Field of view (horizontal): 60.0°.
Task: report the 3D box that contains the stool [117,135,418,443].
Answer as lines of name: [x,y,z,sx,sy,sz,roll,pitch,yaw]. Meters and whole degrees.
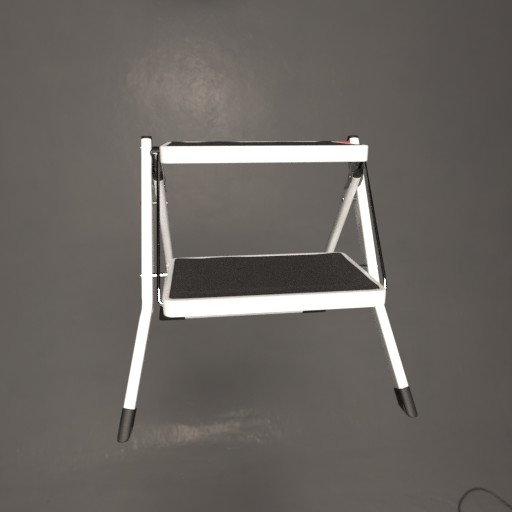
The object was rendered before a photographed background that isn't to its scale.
stool: [0.000,0.000,0.851,0.485,0.445,0.490,-2,16,-7]
